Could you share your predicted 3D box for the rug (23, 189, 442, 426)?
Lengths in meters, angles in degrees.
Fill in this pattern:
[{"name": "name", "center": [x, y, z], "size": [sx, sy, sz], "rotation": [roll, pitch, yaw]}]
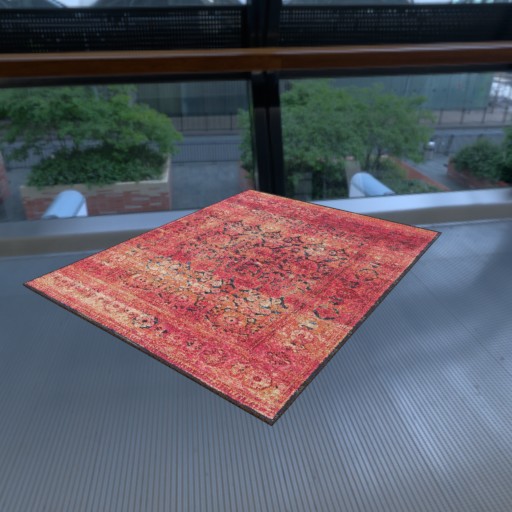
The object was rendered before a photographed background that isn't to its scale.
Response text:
[{"name": "rug", "center": [0.000, 0.000, 3.979], "size": [2.411, 0.020, 3.032], "rotation": [18, 32, 32]}]
